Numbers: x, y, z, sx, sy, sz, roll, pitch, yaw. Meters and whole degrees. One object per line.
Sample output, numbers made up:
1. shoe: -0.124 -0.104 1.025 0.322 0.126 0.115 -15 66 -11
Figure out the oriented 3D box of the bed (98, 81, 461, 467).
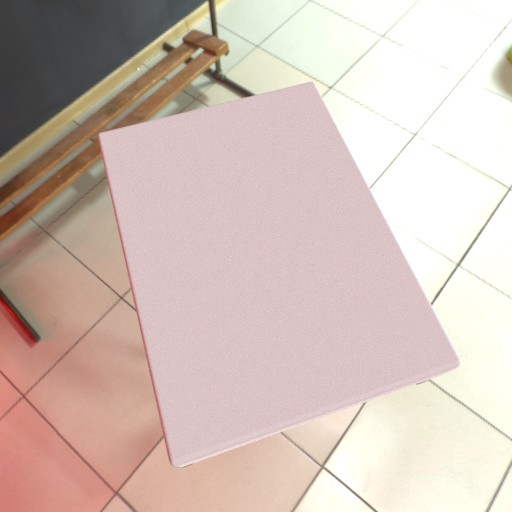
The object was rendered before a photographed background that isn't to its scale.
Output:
1. bed: 0.000 0.000 2.787 1.529 0.593 2.050 -16 65 -8
